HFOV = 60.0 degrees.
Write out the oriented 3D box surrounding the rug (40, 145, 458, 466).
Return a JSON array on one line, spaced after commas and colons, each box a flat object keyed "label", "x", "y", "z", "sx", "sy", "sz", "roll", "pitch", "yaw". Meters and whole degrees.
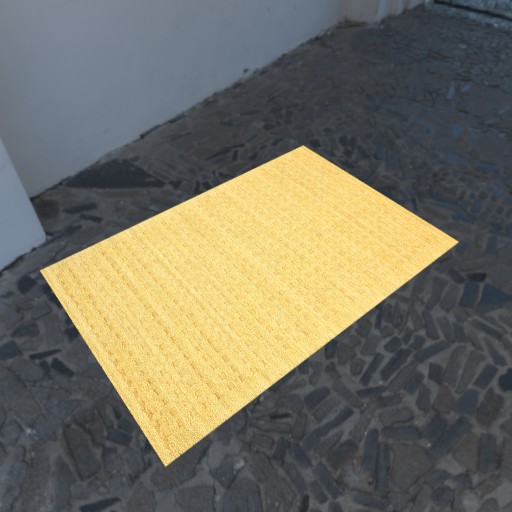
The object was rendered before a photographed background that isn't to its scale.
[{"label": "rug", "x": 0.000, "y": 0.000, "z": 2.902, "sx": 2.286, "sy": 0.006, "sz": 1.524, "roll": -30, "pitch": 53, "yaw": -26}]
